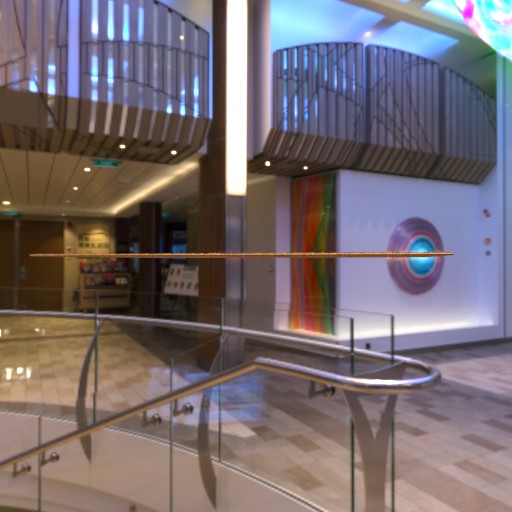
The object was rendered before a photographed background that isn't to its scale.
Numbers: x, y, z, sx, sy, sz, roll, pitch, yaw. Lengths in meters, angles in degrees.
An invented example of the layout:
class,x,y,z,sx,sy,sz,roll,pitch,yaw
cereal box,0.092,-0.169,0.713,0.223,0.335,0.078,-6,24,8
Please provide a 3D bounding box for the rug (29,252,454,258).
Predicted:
class,x,y,z,sx,sy,sz,roll,pitch,yaw
rug,0.000,0.000,3.852,2.916,0.019,2.043,0,-1,17
